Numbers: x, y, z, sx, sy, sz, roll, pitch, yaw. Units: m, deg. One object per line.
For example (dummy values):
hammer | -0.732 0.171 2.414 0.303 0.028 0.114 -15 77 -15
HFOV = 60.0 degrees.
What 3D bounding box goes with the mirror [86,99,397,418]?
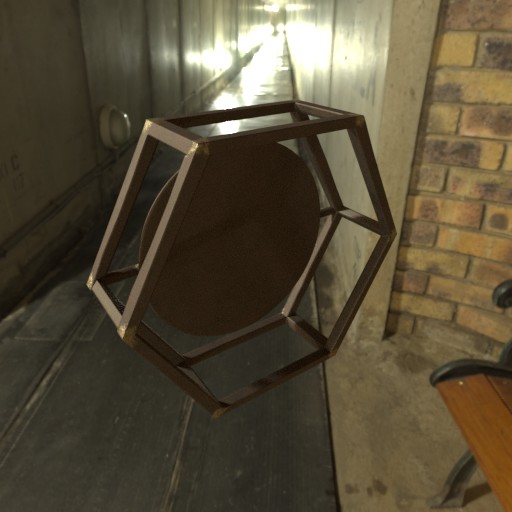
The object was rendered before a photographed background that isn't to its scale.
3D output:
mirror | 0.000 0.000 0.545 0.380 0.334 0.119 -19 34 -30
